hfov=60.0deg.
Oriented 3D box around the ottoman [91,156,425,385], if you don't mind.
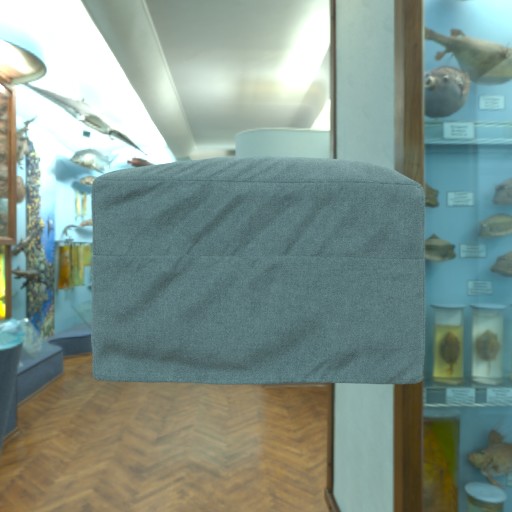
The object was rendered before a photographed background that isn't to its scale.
[{"bbox_3d":[0.000,0.000,1.242,0.683,0.481,0.837,0,0,-1],"label":"ottoman"}]
